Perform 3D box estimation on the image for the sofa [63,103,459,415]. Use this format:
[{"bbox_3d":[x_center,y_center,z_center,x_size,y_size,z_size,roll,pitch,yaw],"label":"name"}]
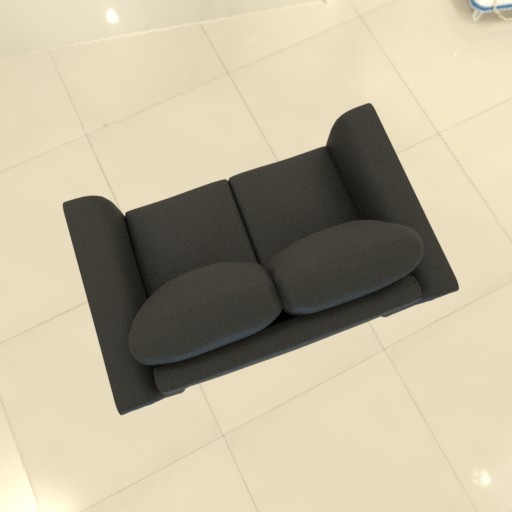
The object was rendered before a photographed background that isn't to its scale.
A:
[{"bbox_3d":[0.000,0.000,1.957,1.386,0.845,0.887,-19,77,-5],"label":"sofa"}]
